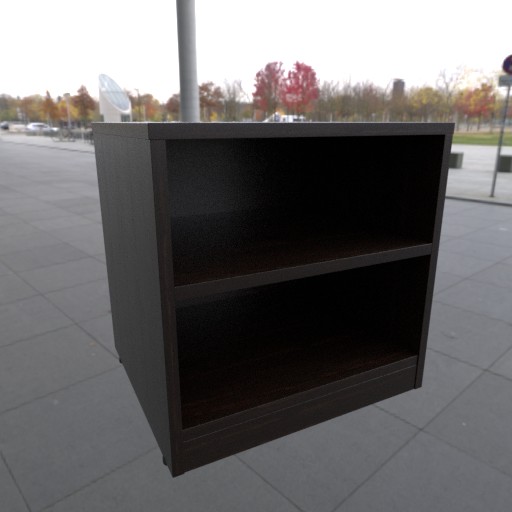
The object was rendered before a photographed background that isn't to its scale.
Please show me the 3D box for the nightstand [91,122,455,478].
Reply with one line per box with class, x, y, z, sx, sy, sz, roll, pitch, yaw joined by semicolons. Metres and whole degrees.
nightstand;0.000;0.000;0.844;0.489;0.487;0.427;-9;19;-26
